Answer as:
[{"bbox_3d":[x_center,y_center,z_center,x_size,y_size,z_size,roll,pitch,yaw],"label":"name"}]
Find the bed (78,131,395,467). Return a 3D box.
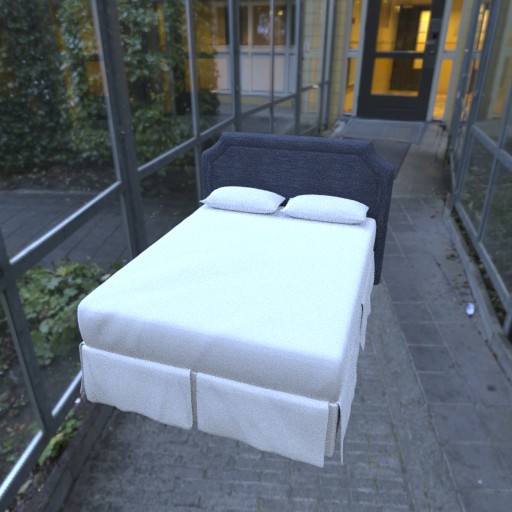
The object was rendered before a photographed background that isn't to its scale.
[{"bbox_3d":[0.000,0.000,3.118,1.693,1.290,2.116,8,27,16],"label":"bed"}]
